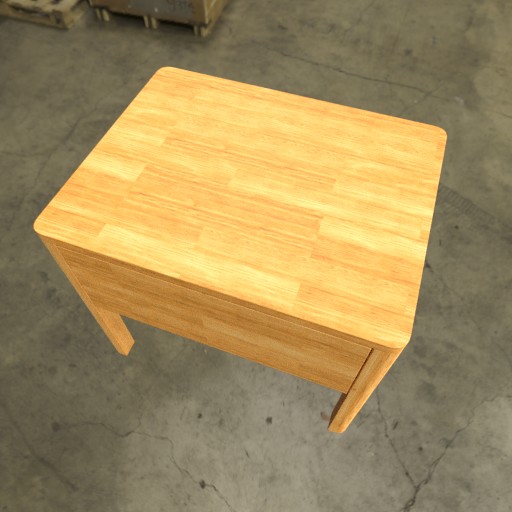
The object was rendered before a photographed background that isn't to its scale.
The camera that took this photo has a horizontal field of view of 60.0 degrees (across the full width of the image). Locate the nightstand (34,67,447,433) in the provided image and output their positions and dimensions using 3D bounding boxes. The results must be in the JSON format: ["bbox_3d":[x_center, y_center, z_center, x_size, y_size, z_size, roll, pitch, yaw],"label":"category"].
[{"bbox_3d":[0.000,0.000,0.913,0.560,0.470,0.440,17,58,11],"label":"nightstand"}]
